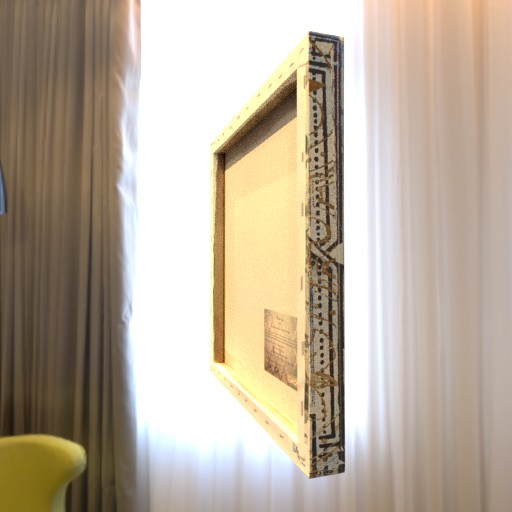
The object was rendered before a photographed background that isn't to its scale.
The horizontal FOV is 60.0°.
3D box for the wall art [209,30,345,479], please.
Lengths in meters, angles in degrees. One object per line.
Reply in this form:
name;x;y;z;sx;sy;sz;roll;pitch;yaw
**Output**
wall art;0.000;0.000;0.605;0.038;0.410;0.411;0;-1;-19
